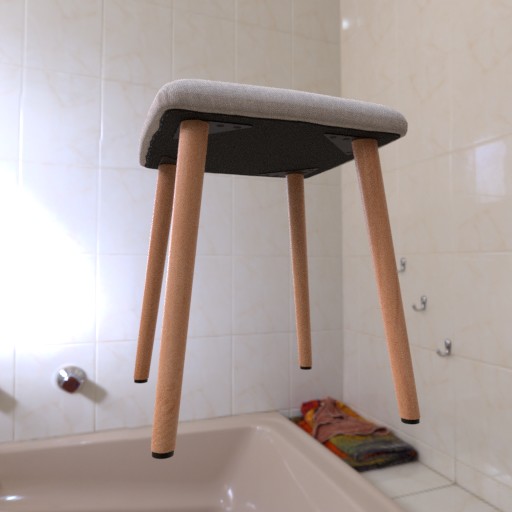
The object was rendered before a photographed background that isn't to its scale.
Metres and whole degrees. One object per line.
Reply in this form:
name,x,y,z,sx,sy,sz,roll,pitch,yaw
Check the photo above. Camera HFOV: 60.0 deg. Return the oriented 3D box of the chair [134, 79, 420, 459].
chair,0.000,0.000,0.689,0.350,0.440,0.350,0,-1,-19
